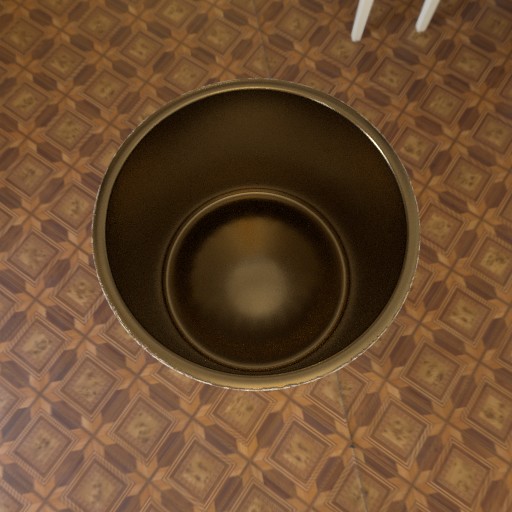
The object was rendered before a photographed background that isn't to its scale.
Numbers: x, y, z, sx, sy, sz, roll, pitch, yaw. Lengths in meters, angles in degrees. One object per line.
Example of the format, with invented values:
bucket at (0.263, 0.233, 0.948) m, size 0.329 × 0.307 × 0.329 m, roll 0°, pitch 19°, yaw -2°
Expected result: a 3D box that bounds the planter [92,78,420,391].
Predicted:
planter at (0.000, 0.000, 0.441) m, size 0.254 × 0.221 × 0.254 m, roll 0°, pitch 75°, yaw 0°
